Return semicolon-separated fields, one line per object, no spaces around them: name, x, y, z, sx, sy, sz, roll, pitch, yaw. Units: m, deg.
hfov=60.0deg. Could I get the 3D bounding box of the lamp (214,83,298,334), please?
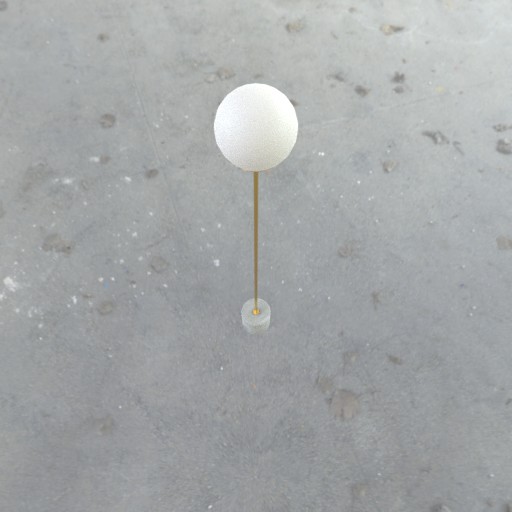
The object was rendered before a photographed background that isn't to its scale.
lamp;0.000;0.000;1.867;0.224;1.753;0.224;-17;65;-8
